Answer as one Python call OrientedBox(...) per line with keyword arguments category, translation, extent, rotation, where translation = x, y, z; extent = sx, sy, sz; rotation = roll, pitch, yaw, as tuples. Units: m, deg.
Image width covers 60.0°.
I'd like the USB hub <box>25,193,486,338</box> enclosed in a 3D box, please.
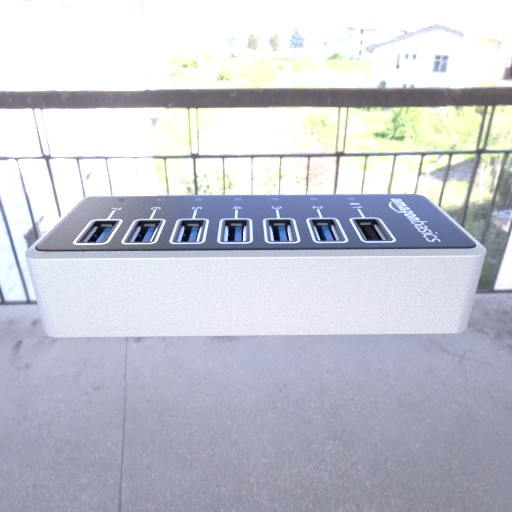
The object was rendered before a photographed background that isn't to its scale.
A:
OrientedBox(category="USB hub", translation=(0.000, 0.000, 0.126), extent=(0.110, 0.023, 0.044), rotation=(0, 27, -1))
